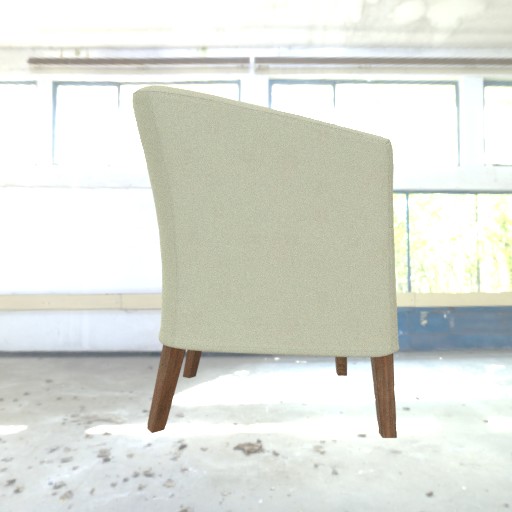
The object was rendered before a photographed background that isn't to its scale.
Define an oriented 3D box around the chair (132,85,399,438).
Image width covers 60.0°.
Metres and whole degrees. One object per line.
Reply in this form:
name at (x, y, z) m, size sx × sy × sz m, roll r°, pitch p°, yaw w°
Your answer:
chair at (0.000, 0.000, 1.288) m, size 0.657 × 0.822 × 0.643 m, roll 0°, pitch -1°, yaw 0°
